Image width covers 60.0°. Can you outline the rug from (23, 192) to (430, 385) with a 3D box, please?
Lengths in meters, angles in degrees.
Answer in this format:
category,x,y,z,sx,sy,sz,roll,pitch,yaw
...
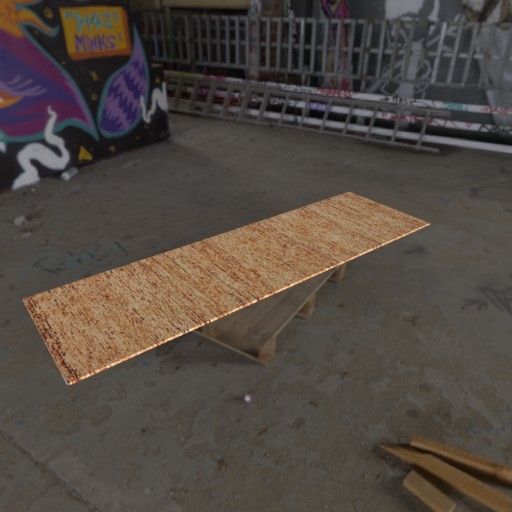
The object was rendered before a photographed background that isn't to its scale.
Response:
category,x,y,z,sx,sy,sz,roll,pitch,yaw
rug,0.000,0.000,2.431,2.237,0.014,0.680,-21,36,-32
